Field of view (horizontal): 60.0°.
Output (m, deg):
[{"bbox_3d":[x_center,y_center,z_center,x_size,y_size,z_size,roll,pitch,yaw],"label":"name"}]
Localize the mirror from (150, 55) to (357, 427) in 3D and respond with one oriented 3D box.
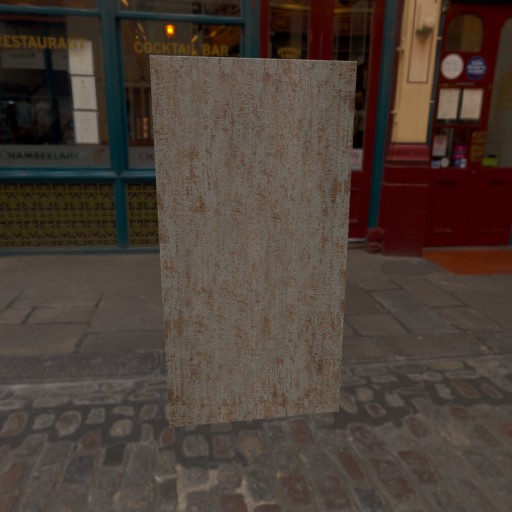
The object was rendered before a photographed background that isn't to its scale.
[{"bbox_3d":[0.000,0.000,1.122,0.472,0.922,0.027,-2,14,-9],"label":"mirror"}]
